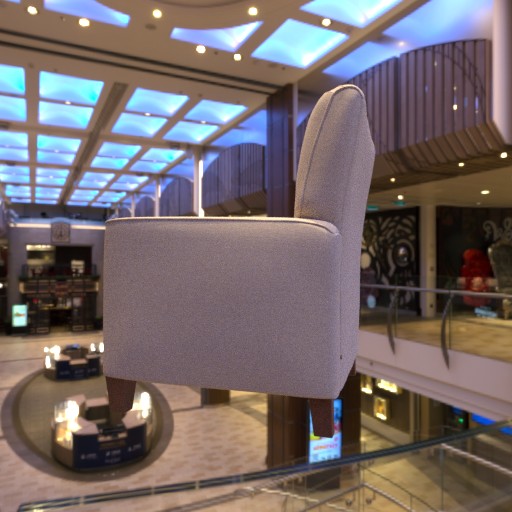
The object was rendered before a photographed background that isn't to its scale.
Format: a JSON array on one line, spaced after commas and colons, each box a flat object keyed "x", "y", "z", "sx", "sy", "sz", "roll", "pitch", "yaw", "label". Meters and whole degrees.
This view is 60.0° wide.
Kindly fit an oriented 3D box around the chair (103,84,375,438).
[{"x": 0.000, "y": 0.000, "z": 1.691, "sx": 0.858, "sy": 1.023, "sz": 0.841, "roll": 0, "pitch": -1, "yaw": 17, "label": "chair"}]
